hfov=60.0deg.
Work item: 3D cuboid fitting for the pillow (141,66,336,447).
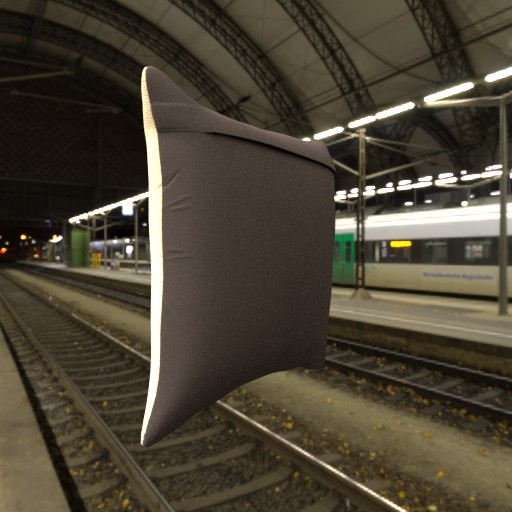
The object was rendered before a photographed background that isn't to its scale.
[{"bbox_3d":[0.000,0.000,0.632,0.173,0.406,0.405,0,0,36],"label":"pillow"}]
